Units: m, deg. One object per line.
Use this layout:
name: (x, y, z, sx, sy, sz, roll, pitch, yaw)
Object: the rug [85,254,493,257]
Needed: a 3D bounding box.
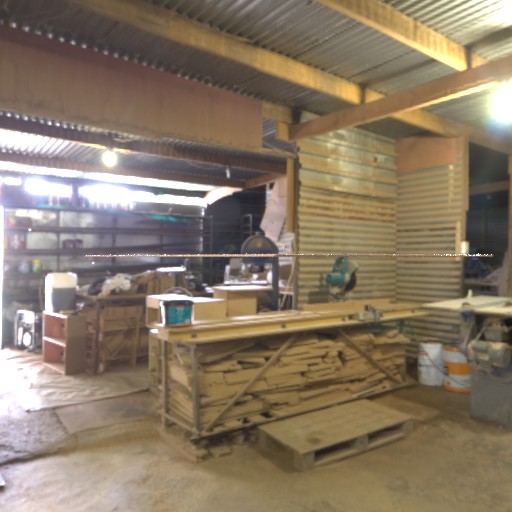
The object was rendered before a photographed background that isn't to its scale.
rug: (0.000, 0.000, 2.293, 1.219, 0.009, 1.829, 0, 0, -36)
